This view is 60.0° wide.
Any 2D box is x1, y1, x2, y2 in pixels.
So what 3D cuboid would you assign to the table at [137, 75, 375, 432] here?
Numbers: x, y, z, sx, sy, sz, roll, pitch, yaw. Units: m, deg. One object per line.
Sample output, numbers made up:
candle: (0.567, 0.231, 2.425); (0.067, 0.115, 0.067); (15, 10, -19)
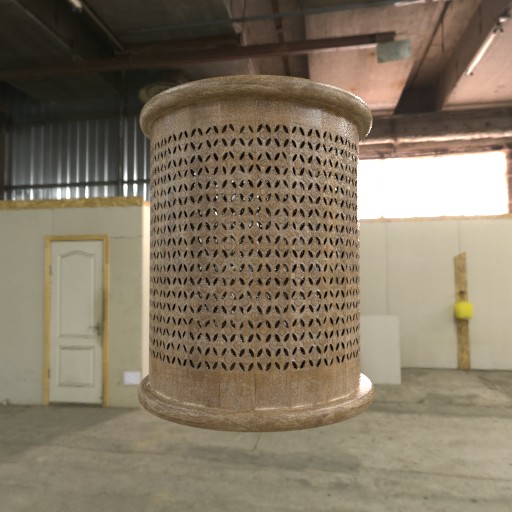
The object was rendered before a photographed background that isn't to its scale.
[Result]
table: (0.000, 0.000, 0.793); (0.407, 0.482, 0.407); (0, -2, 0)
